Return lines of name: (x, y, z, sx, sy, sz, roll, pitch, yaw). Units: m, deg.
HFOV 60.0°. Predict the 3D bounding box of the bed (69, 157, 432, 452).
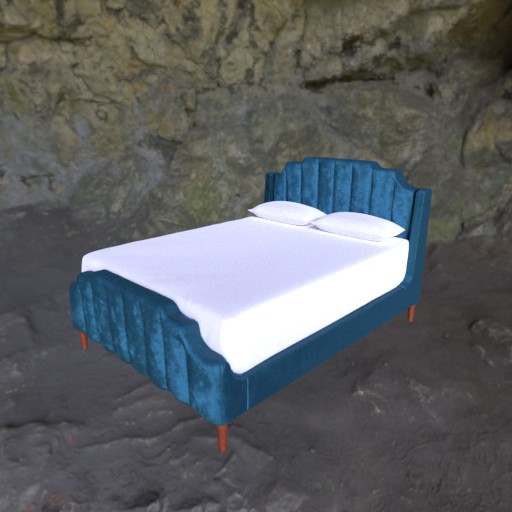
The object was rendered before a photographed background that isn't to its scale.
bed: (0.000, 0.000, 3.413, 1.678, 1.338, 2.322, 16, 23, 42)
